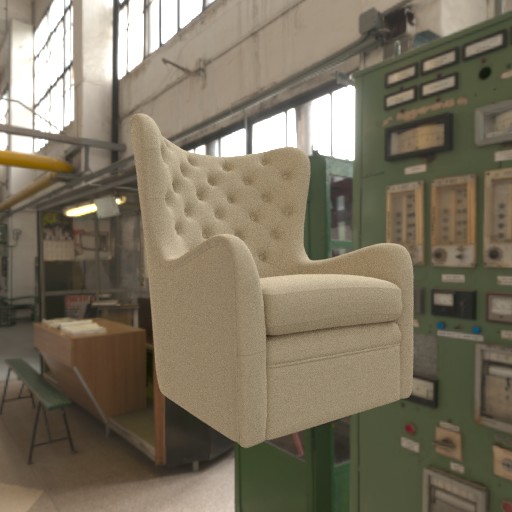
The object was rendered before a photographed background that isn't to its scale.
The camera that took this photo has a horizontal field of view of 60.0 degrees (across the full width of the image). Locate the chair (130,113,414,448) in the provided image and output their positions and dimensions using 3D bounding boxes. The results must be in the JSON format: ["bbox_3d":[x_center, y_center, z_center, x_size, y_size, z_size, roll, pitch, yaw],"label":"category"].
[{"bbox_3d":[0.000,0.000,1.729,0.831,1.079,0.929,1,-1,-37],"label":"chair"}]
